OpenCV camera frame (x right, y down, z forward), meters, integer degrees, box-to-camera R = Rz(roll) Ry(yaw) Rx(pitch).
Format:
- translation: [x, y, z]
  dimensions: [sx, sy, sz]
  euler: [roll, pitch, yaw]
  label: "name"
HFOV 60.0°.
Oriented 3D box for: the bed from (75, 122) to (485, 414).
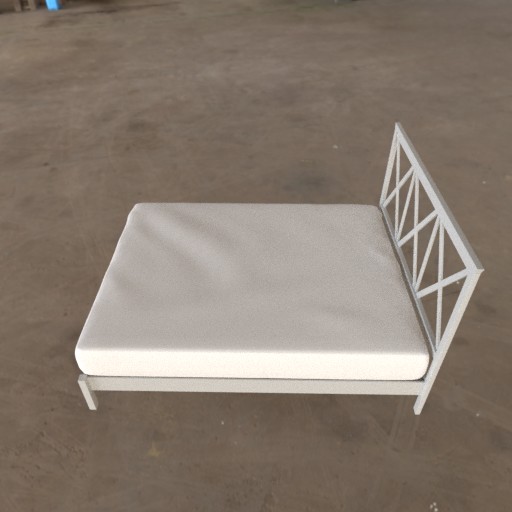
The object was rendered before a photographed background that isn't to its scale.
- translation: [0.000, 0.000, 3.097]
  dimensions: [2.135, 1.253, 1.673]
  euler: [1, 40, 1]
  label: "bed"
